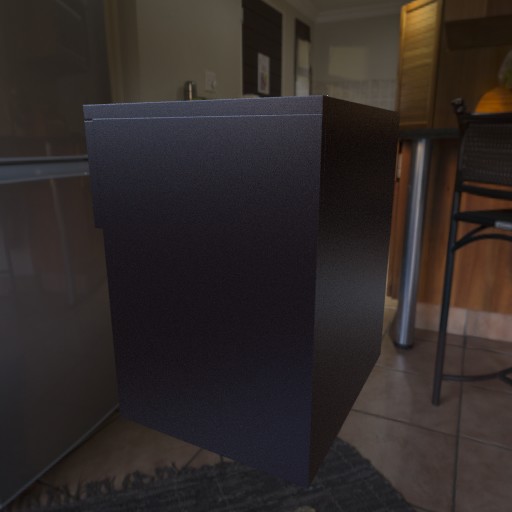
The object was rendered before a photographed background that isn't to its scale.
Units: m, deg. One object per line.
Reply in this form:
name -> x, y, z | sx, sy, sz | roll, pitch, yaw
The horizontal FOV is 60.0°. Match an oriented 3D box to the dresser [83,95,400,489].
dresser -> 0.000, 0.000, 0.748 | 0.360, 0.470, 0.400 | 8, 17, 27
